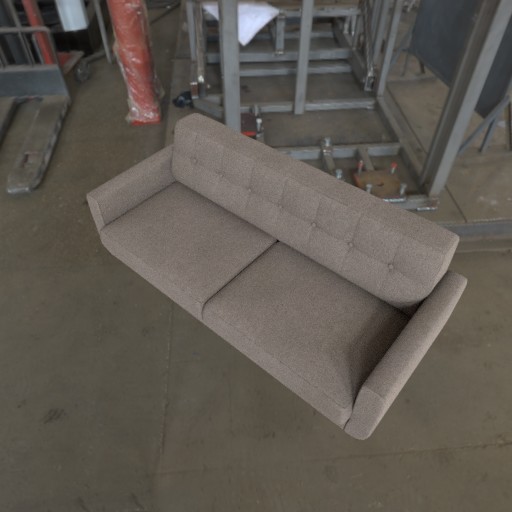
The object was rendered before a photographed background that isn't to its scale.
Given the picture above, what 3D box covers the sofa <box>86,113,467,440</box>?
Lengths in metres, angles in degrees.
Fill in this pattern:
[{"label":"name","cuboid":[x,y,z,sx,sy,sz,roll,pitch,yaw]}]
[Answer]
[{"label":"sofa","cuboid":[0.000,0.000,2.536,2.029,0.841,0.909,32,54,26]}]
